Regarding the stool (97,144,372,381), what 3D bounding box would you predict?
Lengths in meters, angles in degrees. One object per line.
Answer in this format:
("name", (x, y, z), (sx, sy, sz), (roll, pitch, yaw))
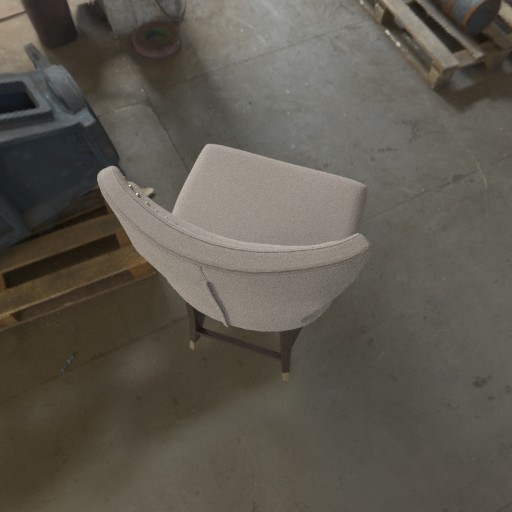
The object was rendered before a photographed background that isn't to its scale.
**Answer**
("stool", (0.000, 0.000, 1.287), (0.527, 0.982, 0.563), (17, 64, 8))
